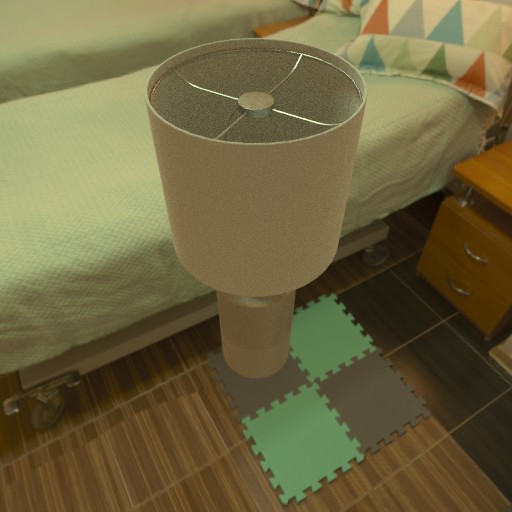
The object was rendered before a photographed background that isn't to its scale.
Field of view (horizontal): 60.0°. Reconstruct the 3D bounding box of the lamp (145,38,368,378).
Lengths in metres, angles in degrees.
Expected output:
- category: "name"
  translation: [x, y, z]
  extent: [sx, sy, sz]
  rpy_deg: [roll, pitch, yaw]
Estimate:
- category: "lamp"
  translation: [0.000, 0.000, 0.607]
  extent: [0.212, 0.493, 0.212]
  rpy_deg: [23, 52, 20]
